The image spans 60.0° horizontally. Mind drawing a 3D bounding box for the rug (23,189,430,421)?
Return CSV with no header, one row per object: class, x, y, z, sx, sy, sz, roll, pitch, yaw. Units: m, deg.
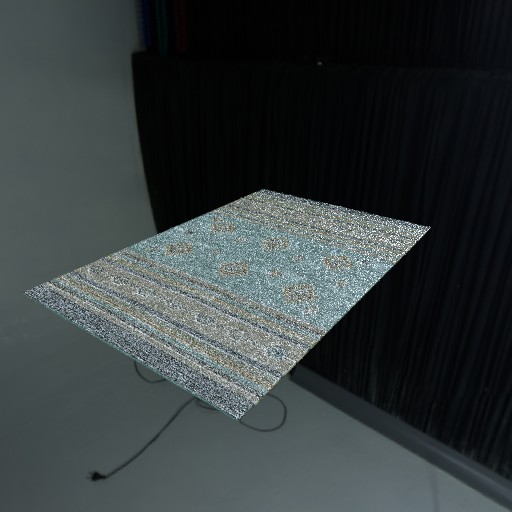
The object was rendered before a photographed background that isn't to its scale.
rug,0.000,0.000,2.282,1.212,0.010,1.811,18,32,32
